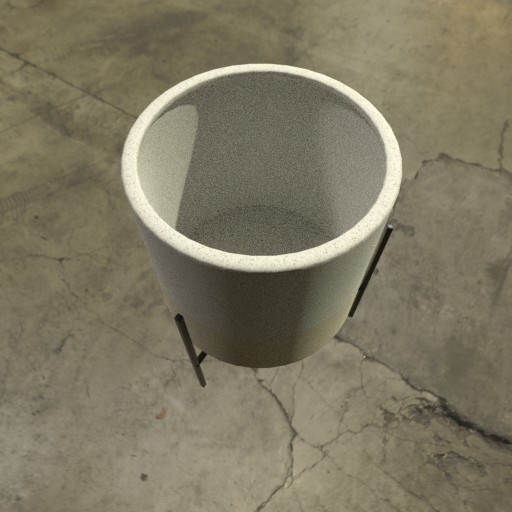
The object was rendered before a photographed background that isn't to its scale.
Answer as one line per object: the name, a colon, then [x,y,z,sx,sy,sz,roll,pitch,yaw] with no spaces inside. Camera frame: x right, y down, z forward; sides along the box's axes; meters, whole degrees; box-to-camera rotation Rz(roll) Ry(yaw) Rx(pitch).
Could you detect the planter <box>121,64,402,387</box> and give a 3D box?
planter: [0.000,0.000,0.665,0.313,0.423,0.335,30,63,17]
